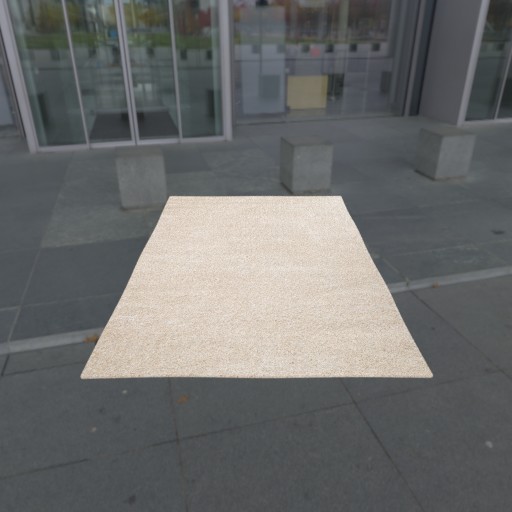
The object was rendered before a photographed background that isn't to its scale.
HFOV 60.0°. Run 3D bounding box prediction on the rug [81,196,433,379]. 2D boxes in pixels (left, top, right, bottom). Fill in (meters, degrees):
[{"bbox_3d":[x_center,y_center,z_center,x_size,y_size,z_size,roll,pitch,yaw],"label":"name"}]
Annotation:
[{"bbox_3d":[0.000,0.000,3.464,1.800,0.025,2.699,0,27,0],"label":"rug"}]
